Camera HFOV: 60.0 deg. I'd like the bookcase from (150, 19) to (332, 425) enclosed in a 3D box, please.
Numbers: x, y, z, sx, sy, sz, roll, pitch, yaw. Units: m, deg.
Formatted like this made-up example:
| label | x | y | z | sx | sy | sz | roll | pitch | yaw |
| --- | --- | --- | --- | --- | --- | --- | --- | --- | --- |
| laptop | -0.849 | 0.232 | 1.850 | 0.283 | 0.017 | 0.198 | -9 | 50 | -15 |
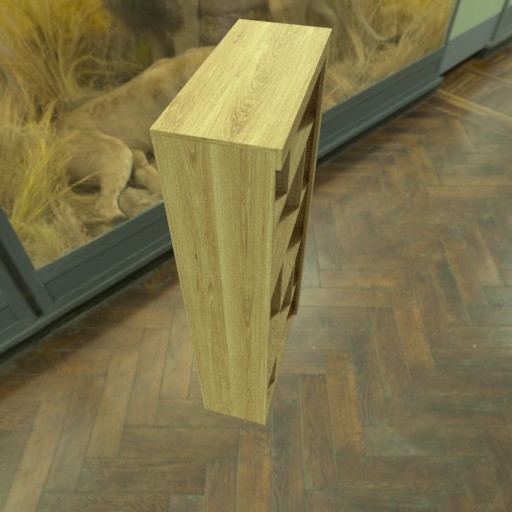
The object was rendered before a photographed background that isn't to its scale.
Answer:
| label | x | y | z | sx | sy | sz | roll | pitch | yaw |
| --- | --- | --- | --- | --- | --- | --- | --- | --- | --- |
| bookcase | 0.000 | 0.000 | 2.380 | 0.420 | 2.020 | 0.950 | 11 | 48 | 10 |
